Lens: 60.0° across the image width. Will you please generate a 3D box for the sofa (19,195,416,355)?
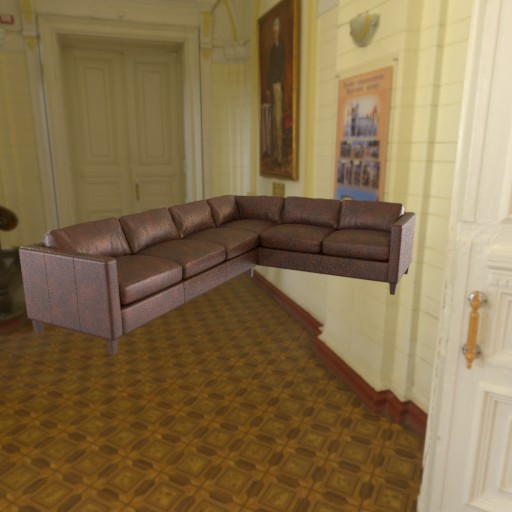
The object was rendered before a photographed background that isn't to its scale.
[{"bbox_3d":[0.000,0.000,4.221,2.438,0.836,3.152,7,16,26],"label":"sofa"}]
